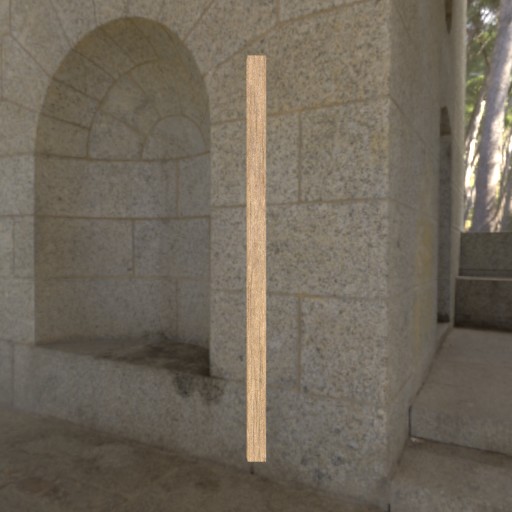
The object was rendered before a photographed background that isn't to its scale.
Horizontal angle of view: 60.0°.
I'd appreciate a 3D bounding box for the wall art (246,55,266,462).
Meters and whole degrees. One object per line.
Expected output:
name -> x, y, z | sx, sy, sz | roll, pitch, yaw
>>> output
wall art -> 0.000, 0.000, 0.928 | 0.026, 0.535, 0.690 | 0, 1, 0
